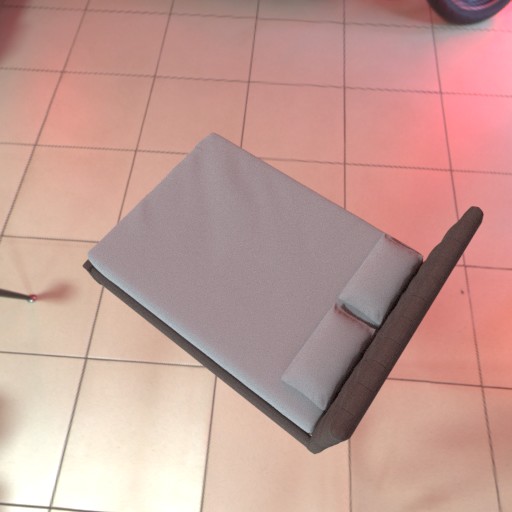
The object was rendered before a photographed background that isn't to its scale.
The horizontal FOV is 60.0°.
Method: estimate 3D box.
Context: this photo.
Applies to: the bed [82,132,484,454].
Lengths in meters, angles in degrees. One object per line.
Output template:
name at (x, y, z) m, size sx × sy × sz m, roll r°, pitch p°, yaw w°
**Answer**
bed at (0.000, 0.000, 3.421) m, size 2.387 × 1.427 × 1.698 m, roll 34°, pitch 69°, yaw 15°
